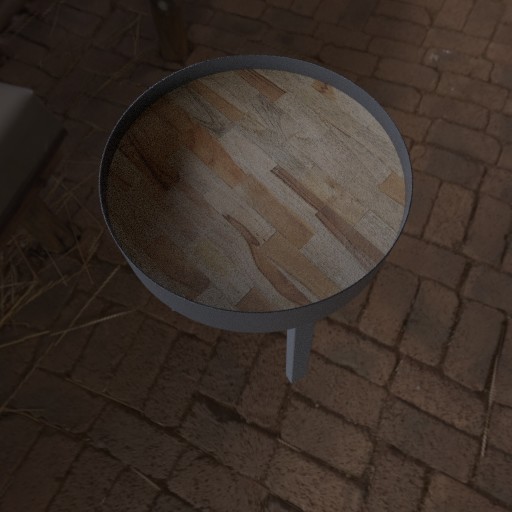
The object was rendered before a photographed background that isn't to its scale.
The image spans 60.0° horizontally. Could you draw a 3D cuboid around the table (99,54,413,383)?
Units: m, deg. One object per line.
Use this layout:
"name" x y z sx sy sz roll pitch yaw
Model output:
"table" 0.000 0.000 0.832 0.406 0.559 0.406 0 65 0
